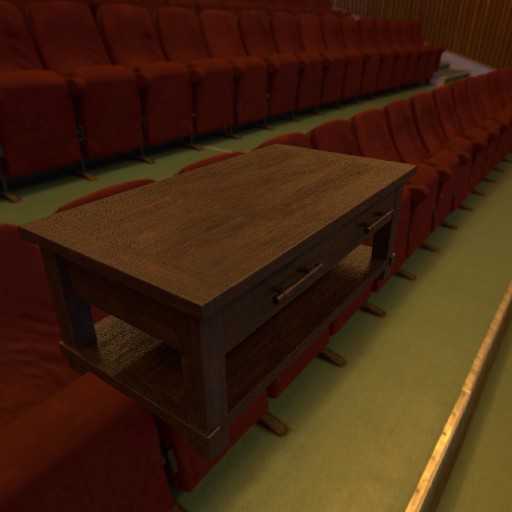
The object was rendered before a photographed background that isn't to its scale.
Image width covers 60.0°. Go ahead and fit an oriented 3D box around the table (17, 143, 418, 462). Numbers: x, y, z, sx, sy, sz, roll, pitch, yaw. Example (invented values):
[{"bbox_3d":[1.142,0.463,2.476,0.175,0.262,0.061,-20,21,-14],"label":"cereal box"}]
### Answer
[{"bbox_3d":[0.000,0.000,1.593,0.700,0.494,1.270,18,32,32],"label":"table"}]
